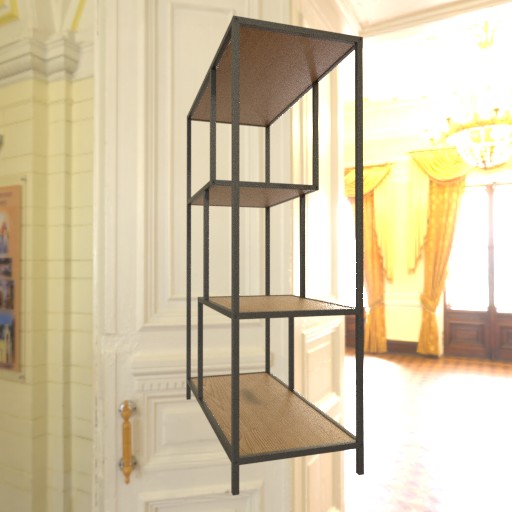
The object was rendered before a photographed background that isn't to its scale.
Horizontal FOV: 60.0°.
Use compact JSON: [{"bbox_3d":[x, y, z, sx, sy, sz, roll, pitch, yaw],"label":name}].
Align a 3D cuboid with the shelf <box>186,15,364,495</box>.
[{"bbox_3d":[0.000,0.000,1.469,0.350,1.138,0.770,0,-1,-17],"label":"shelf"}]
